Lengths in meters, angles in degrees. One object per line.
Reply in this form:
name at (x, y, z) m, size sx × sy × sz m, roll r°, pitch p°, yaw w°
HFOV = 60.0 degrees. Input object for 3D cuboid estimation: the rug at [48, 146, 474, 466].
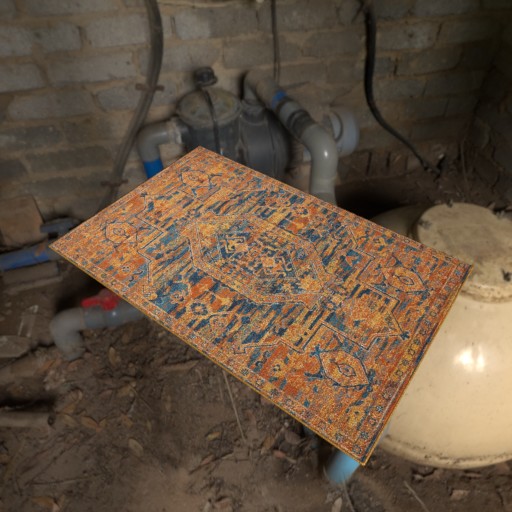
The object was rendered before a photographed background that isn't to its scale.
rug at (0.000, 0.000, 1.066) m, size 0.863 × 0.008 × 0.557 m, roll 28°, pitch 53°, yaw 24°
